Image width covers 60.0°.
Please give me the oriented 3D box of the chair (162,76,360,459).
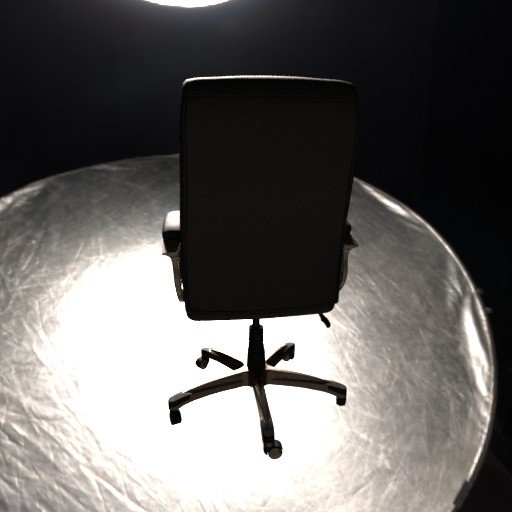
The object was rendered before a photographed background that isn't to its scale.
[{"bbox_3d":[0.000,0.000,1.649,0.694,1.188,0.748,-3,16,-9],"label":"chair"}]
